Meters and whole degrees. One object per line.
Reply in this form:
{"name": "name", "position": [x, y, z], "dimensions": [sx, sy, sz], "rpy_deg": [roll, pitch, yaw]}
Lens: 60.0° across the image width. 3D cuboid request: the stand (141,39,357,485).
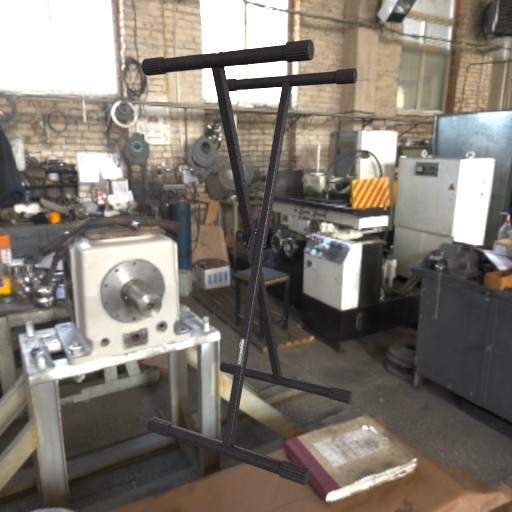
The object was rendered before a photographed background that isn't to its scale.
{"name": "stand", "position": [0.000, 0.000, 1.161], "dimensions": [0.449, 0.940, 0.409], "rpy_deg": [7, 15, 26]}
